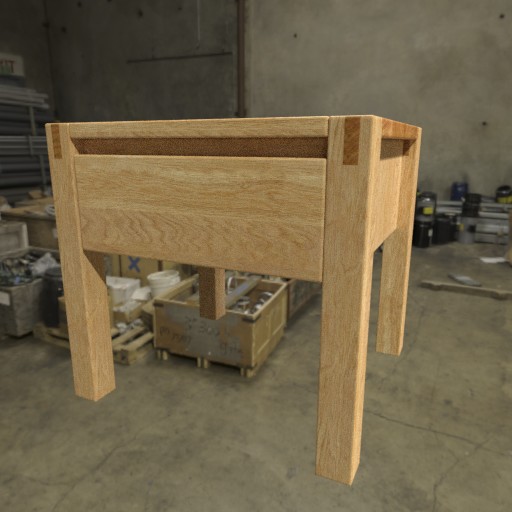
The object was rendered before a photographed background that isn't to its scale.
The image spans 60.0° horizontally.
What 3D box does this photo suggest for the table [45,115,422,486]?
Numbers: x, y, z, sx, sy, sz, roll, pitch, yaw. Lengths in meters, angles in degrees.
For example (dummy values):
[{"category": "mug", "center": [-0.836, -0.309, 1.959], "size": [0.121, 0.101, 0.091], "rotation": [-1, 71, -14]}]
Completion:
[{"category": "table", "center": [0.000, 0.000, 0.798], "size": [0.480, 0.450, 0.440], "rotation": [7, 16, 25]}]
